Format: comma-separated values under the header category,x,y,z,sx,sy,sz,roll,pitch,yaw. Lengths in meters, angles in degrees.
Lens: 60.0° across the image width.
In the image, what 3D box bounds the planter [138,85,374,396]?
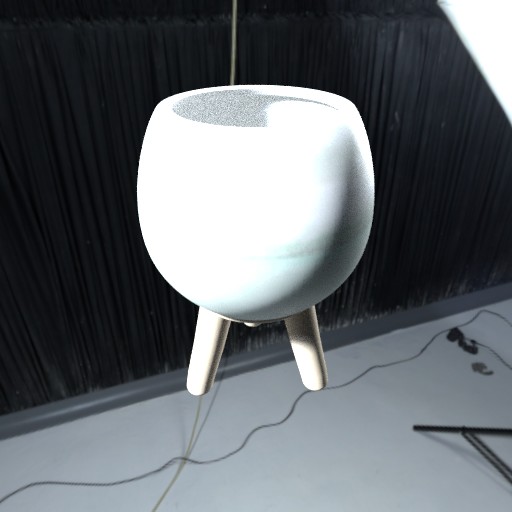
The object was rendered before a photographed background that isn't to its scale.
category,x,y,z,sx,sy,sz,roll,pitch,yaw
planter,0.000,0.000,0.336,0.161,0.224,0.161,0,31,0
